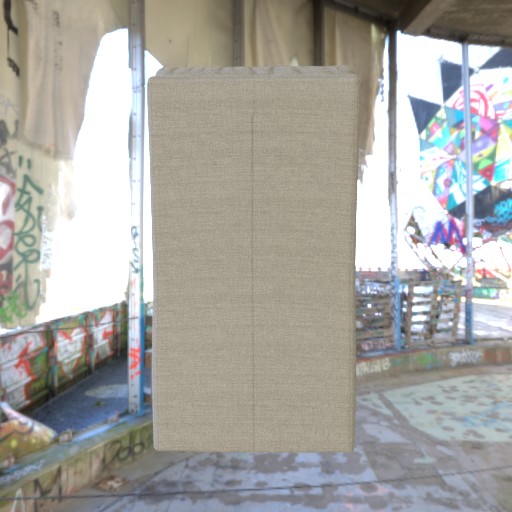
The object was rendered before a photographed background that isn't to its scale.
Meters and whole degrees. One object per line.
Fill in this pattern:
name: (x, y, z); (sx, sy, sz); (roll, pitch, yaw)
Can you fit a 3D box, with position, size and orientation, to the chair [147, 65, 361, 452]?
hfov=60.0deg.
chair: (0.000, 0.000, 1.310); (0.503, 0.927, 0.698); (0, -1, 1)
